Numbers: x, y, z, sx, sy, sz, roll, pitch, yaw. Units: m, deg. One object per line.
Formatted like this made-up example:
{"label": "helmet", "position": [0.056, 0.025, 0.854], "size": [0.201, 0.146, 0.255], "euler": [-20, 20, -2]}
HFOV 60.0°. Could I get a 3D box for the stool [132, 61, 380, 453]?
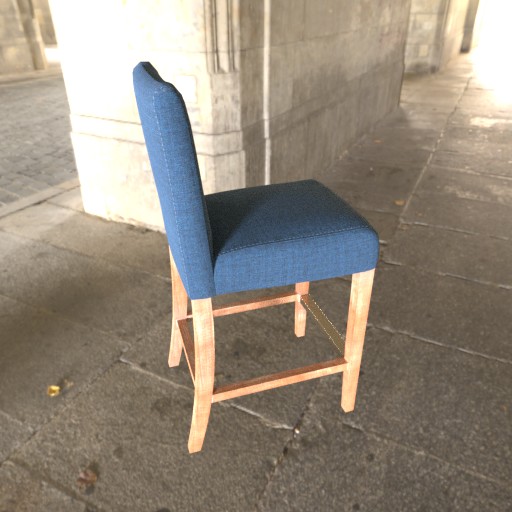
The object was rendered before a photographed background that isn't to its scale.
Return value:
{"label": "stool", "position": [0.000, 0.000, 1.311], "size": [0.567, 1.039, 0.454], "euler": [-9, 31, -16]}
